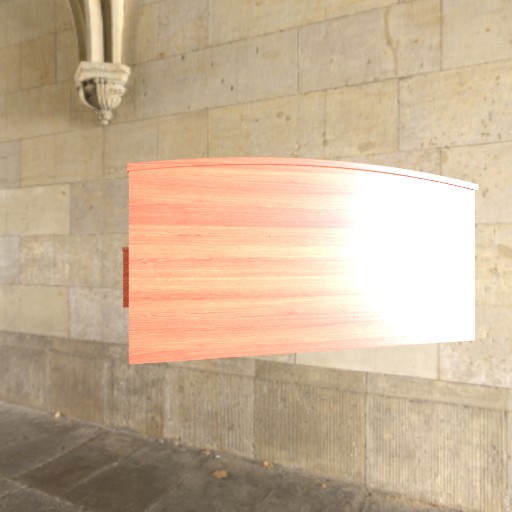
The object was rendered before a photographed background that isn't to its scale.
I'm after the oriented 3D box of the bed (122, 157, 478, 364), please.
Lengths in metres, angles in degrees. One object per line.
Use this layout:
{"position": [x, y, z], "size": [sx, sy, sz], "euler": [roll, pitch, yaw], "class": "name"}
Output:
{"position": [0.000, 0.000, 2.945], "size": [1.683, 0.848, 2.053], "euler": [0, 0, -17], "class": "bed"}
